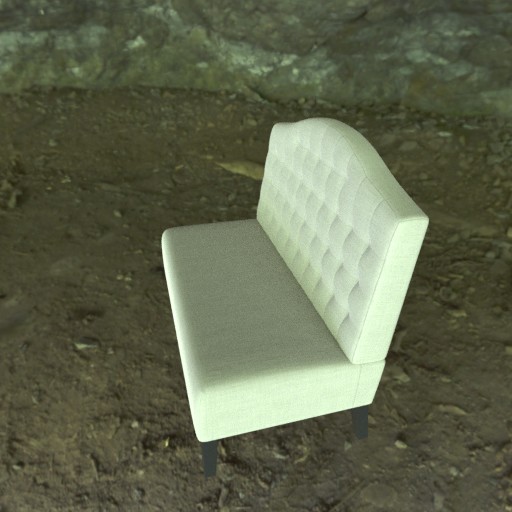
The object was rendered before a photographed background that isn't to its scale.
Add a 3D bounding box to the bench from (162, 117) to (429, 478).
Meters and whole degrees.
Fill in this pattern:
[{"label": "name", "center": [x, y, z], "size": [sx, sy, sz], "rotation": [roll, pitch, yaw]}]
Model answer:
[{"label": "bench", "center": [0.000, 0.000, 2.079], "size": [0.815, 1.180, 1.335], "rotation": [-8, 31, -13]}]
